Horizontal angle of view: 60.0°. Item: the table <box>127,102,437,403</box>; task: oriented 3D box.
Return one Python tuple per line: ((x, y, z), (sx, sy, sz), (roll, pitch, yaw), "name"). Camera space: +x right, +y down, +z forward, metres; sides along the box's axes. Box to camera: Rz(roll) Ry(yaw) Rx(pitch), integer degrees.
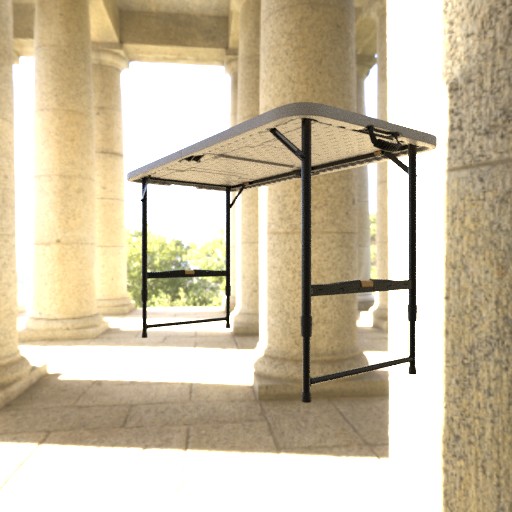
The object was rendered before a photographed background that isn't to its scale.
((0.000, 0.000, 1.682), (0.611, 0.737, 1.245), (0, 0, -36), "table")
